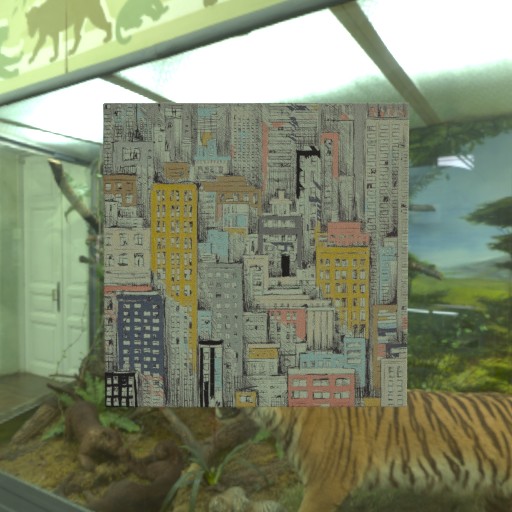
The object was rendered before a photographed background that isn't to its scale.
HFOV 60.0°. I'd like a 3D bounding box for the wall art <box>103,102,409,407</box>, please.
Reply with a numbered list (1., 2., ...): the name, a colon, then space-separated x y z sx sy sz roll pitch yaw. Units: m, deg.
1. wall art: 0.000 0.000 1.128 0.761 0.762 0.048 0 1 0
